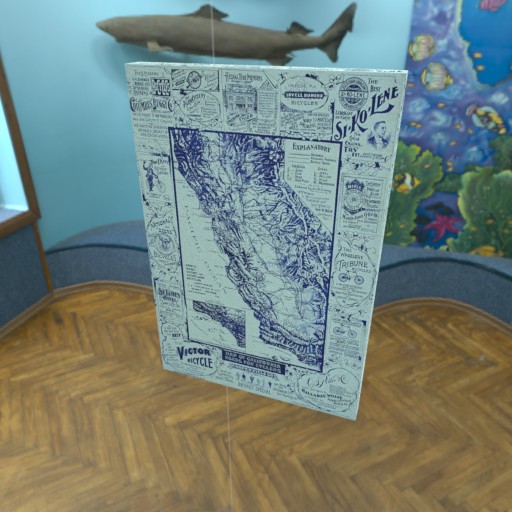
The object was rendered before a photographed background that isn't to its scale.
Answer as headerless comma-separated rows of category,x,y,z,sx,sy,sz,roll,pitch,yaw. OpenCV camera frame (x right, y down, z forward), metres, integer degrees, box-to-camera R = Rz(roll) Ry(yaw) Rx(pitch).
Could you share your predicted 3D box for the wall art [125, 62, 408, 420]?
wall art,0.000,0.000,0.477,0.255,0.376,0.025,10,29,18
